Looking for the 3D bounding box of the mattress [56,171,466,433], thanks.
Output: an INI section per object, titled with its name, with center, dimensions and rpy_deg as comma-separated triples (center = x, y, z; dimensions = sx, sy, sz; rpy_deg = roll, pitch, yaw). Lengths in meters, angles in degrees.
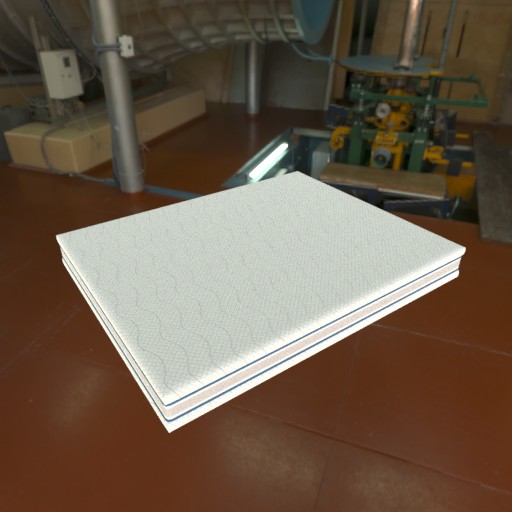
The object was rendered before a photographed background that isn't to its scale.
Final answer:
[mattress]
center = 0.000, 0.000, 2.811
dimensions = 2.000, 0.230, 1.600
rpy_deg = -20, 37, -29
